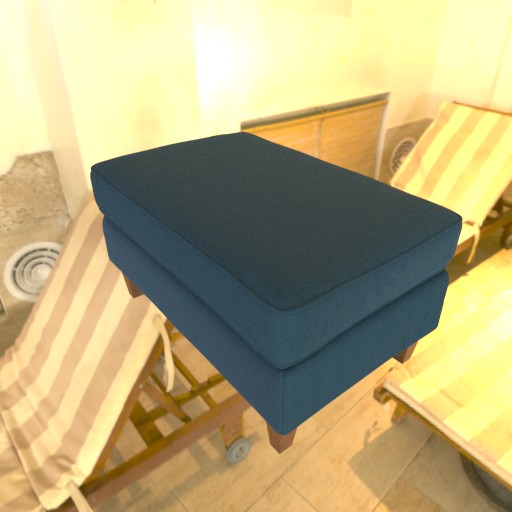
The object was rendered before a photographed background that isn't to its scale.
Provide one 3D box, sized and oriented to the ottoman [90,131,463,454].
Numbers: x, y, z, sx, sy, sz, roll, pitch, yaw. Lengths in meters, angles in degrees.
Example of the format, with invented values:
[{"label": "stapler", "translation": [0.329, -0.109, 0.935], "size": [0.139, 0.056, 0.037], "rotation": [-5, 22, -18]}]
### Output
[{"label": "ottoman", "translation": [0.000, 0.000, 1.239], "size": [0.583, 0.484, 0.862], "rotation": [-23, 39, -32]}]
